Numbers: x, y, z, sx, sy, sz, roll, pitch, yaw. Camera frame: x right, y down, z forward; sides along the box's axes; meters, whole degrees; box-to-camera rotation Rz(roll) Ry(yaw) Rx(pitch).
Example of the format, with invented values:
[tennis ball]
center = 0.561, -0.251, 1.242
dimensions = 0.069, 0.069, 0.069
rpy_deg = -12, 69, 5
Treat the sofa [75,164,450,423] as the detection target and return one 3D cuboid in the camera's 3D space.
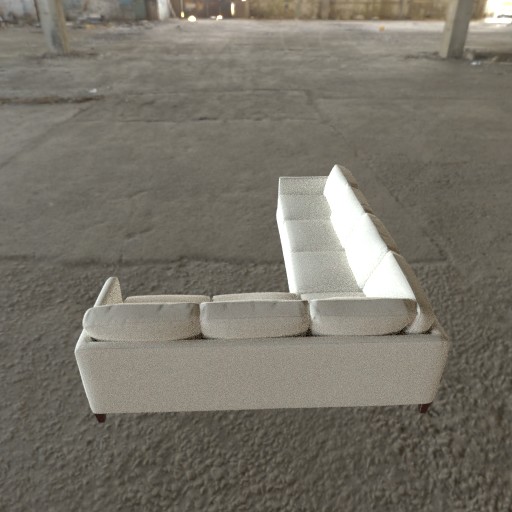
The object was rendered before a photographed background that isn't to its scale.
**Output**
[sofa]
center = 0.000, 0.000, 4.501
dimensions = 2.593, 0.947, 3.302
rpy_deg = -1, 30, -2
